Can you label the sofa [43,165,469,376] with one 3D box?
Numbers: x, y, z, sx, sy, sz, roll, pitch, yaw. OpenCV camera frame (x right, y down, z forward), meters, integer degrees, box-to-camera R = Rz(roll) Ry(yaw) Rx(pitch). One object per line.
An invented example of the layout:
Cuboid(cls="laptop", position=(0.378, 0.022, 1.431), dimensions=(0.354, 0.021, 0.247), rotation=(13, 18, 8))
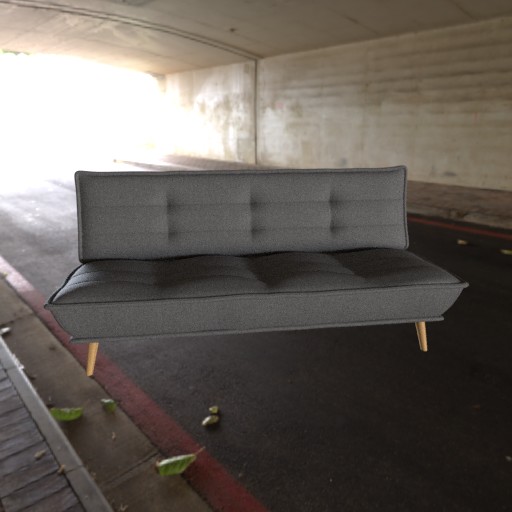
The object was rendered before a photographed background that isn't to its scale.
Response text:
Cuboid(cls="sofa", position=(0.000, 0.000, 2.410), dimensions=(1.940, 0.890, 0.950), rotation=(-2, 17, -8))
